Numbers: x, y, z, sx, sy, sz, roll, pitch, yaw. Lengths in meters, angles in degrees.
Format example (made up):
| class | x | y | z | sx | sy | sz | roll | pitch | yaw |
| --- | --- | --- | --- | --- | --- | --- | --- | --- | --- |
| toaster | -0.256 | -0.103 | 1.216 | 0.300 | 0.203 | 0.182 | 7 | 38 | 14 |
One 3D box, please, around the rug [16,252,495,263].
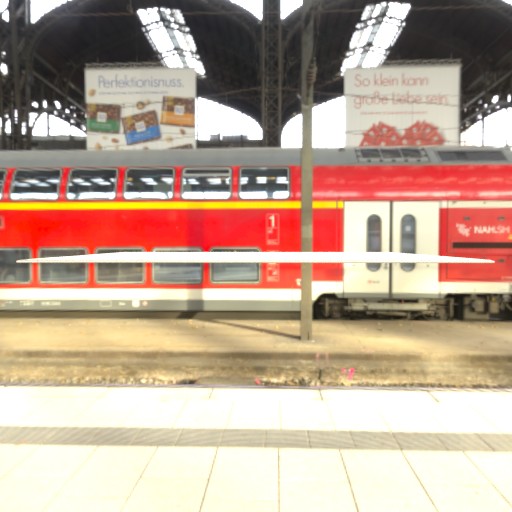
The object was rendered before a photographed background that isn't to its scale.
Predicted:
| class | x | y | z | sx | sy | sz | roll | pitch | yaw |
| --- | --- | --- | --- | --- | --- | --- | --- | --- | --- |
| rug | 0.000 | 0.000 | 2.850 | 2.213 | 0.014 | 1.608 | 0 | 2 | 1 |
